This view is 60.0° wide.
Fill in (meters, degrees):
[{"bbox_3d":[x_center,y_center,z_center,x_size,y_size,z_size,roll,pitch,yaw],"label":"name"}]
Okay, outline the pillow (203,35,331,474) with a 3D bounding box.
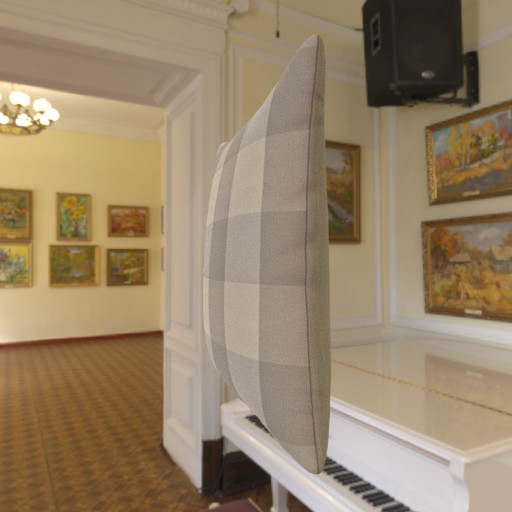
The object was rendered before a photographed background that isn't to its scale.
[{"bbox_3d":[0.000,0.000,0.751,0.161,0.509,0.511,0,-1,-16],"label":"pillow"}]
